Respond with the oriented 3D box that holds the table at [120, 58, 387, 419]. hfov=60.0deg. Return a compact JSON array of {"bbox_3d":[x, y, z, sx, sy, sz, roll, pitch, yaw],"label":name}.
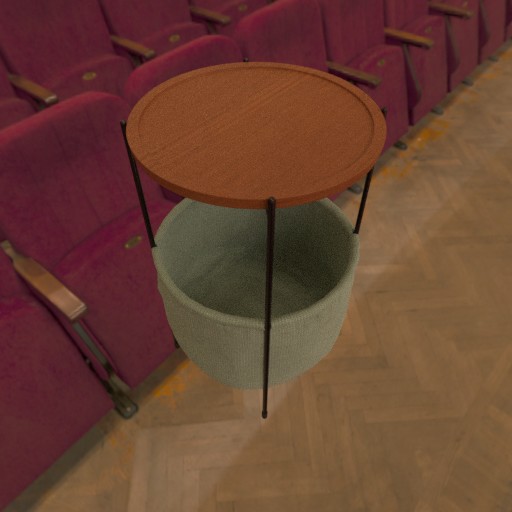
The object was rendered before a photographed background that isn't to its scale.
[{"bbox_3d":[0.000,0.000,0.894,0.400,0.623,0.400,31,54,26],"label":"table"}]
